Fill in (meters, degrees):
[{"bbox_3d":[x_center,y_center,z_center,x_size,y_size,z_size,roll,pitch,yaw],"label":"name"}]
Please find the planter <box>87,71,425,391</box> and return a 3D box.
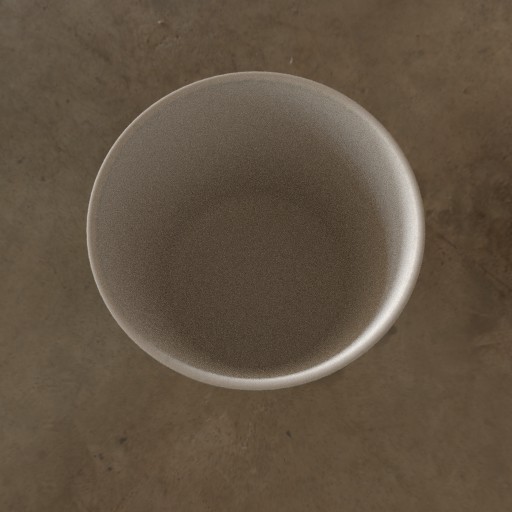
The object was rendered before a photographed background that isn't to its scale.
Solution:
[{"bbox_3d":[0.000,0.000,0.768,0.440,0.398,0.440,0,74,0],"label":"planter"}]
